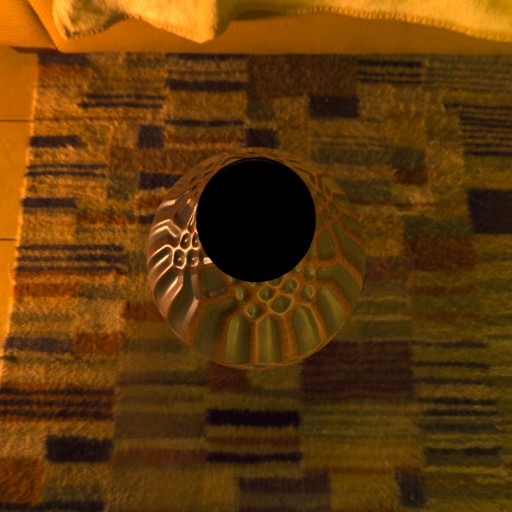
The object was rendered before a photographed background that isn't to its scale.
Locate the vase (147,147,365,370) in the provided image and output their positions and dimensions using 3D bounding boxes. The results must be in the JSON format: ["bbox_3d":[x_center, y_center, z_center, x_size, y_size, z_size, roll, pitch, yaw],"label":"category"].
[{"bbox_3d":[0.000,0.000,0.138,0.069,0.088,0.069,0,76,0],"label":"vase"}]
